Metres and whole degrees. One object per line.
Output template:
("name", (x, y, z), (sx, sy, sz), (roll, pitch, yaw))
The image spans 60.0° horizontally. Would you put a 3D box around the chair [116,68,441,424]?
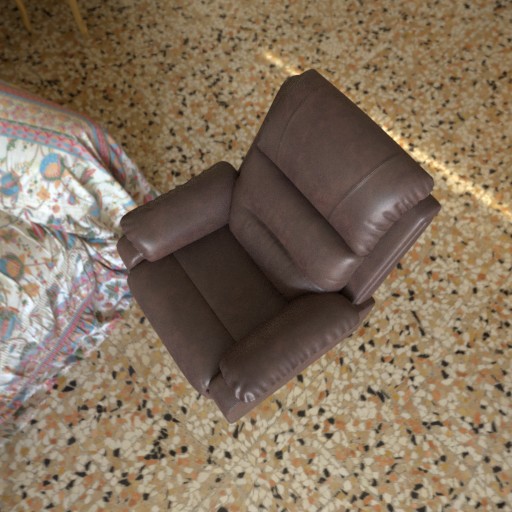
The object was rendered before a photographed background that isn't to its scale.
("chair", (0.000, 0.000, 1.672), (0.919, 0.992, 0.855), (-33, 69, -15))
